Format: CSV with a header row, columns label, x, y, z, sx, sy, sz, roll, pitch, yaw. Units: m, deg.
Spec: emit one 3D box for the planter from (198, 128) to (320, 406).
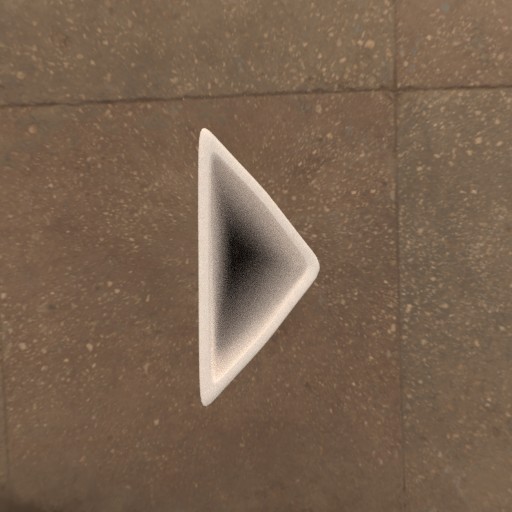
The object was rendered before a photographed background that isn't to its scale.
label,x,y,z,sx,sy,sz,roll,pitch,yaw
planter,0.000,0.000,0.394,0.065,0.338,0.143,0,92,-1
